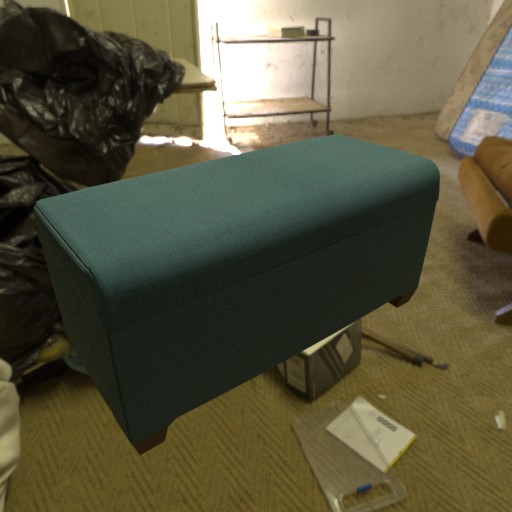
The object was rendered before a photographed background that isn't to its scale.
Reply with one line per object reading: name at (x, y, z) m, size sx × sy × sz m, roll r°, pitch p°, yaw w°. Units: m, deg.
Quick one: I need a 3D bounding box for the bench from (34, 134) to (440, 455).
bench at (0.000, 0.000, 1.221) m, size 0.995 × 0.474 × 0.476 m, roll -21°, pitch 36°, yaw -31°
